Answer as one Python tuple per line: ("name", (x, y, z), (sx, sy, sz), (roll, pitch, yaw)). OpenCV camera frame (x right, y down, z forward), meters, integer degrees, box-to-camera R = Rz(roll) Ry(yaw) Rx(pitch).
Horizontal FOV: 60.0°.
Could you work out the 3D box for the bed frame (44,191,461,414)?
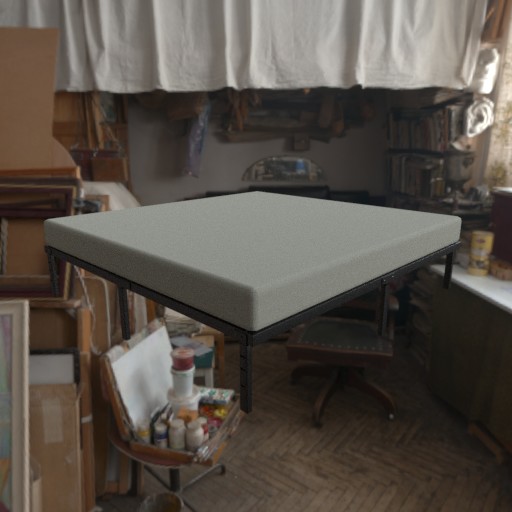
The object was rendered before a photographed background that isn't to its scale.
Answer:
("bed frame", (0.000, 0.000, 3.889), (2.526, 0.680, 2.635), (15, 21, 42))
